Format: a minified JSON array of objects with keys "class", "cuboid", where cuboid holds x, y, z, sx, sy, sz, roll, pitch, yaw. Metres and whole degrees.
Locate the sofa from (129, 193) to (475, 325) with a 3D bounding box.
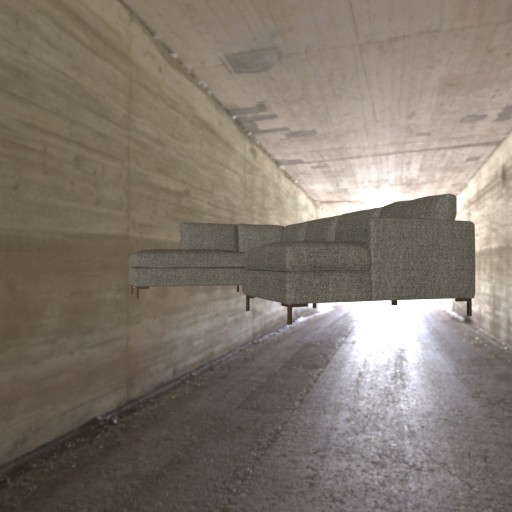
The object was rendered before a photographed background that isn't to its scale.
[{"class":"sofa","cuboid":[0.000,0.000,3.619,1.879,0.756,2.737,0,-1,-19]}]
